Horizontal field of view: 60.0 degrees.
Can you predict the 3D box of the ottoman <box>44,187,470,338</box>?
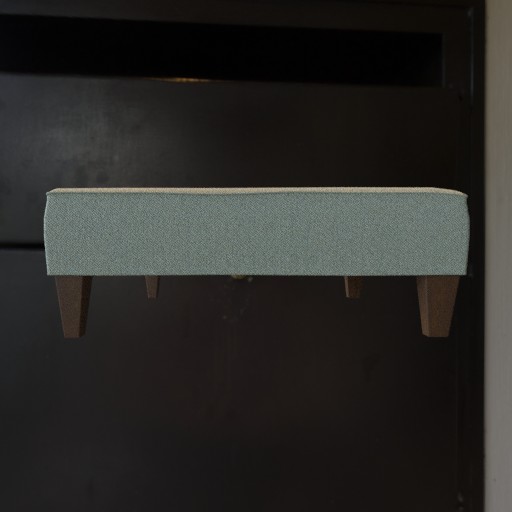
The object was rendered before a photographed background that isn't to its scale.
[{"bbox_3d":[0.000,0.000,1.515,1.004,0.379,0.968,0,1,-1],"label":"ottoman"}]
